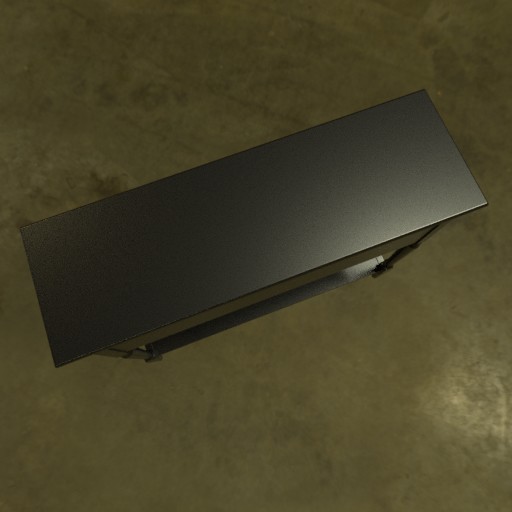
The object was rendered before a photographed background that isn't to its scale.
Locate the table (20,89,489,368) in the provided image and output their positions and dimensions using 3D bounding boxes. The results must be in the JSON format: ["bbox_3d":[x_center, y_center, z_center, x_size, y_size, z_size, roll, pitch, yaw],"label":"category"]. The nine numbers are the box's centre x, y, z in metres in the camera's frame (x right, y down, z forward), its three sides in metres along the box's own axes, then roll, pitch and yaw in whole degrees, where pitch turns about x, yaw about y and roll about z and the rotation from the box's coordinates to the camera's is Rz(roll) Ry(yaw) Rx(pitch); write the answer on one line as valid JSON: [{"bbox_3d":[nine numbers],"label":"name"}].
[{"bbox_3d":[0.000,0.000,1.566,1.191,0.819,0.386,-20,76,-5],"label":"table"}]
